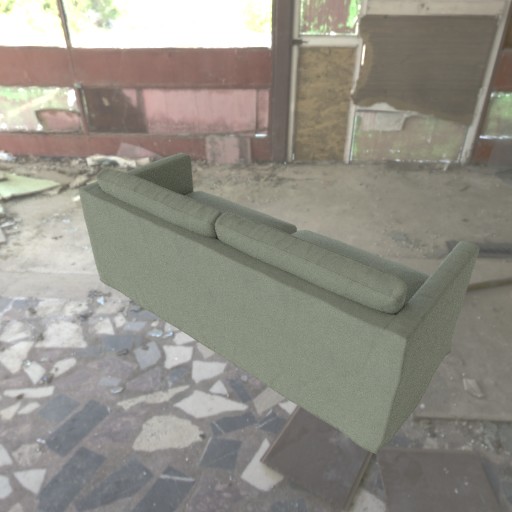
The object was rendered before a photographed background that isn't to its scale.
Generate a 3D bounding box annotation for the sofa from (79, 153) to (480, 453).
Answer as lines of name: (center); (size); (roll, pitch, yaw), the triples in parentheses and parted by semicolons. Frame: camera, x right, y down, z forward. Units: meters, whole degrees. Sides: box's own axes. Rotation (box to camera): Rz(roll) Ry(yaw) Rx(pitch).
sofa: (0.000, 0.000, 2.760); (2.312, 0.853, 0.962); (24, 39, 33)
